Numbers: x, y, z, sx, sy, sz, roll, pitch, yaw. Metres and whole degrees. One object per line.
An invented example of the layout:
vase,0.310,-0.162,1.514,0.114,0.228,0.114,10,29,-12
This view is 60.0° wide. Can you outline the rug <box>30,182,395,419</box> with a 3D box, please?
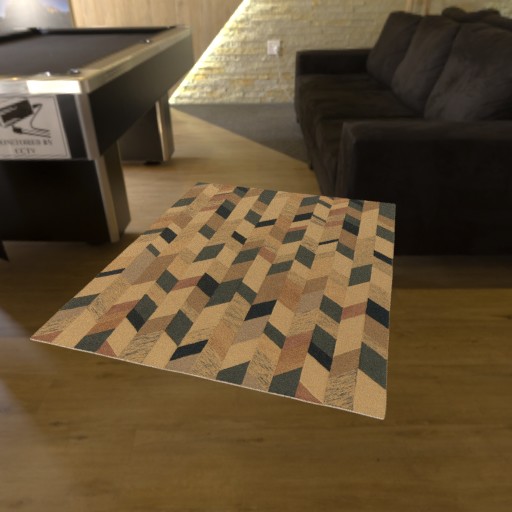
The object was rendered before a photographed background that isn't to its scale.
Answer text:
rug,0.000,0.000,4.105,2.451,0.011,3.072,9,32,14
